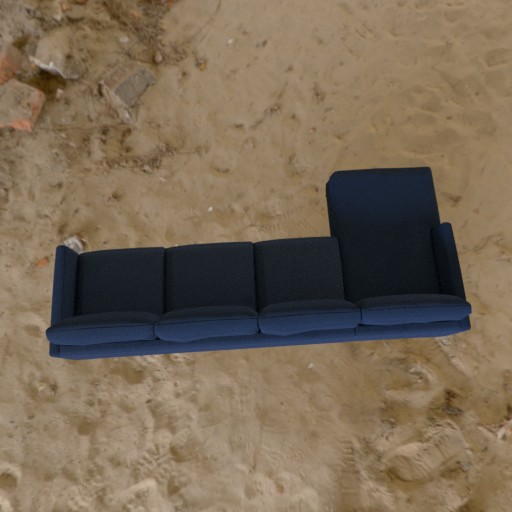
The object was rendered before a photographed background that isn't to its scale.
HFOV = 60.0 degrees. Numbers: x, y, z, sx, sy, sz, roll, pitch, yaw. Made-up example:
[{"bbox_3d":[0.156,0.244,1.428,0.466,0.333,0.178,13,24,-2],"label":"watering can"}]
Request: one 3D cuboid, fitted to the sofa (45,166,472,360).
[{"bbox_3d":[0.000,0.000,2.815,2.450,0.679,1.128,-4,74,-1],"label":"sofa"}]
